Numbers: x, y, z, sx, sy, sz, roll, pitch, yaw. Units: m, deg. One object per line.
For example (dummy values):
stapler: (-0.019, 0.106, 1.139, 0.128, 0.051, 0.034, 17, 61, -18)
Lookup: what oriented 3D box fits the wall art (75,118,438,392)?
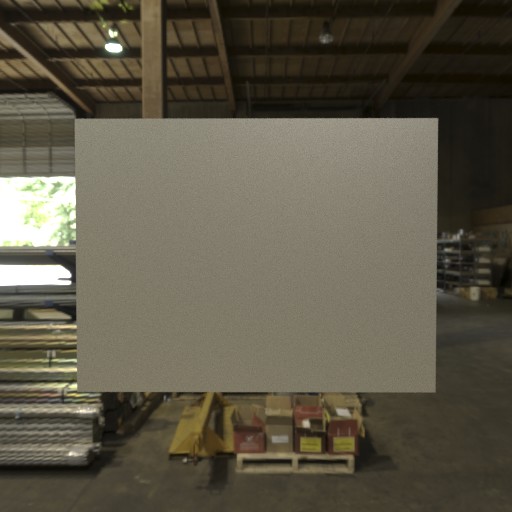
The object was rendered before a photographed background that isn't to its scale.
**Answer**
wall art: (0.000, 0.000, 1.331, 1.056, 0.801, 0.066, 0, 1, 0)
